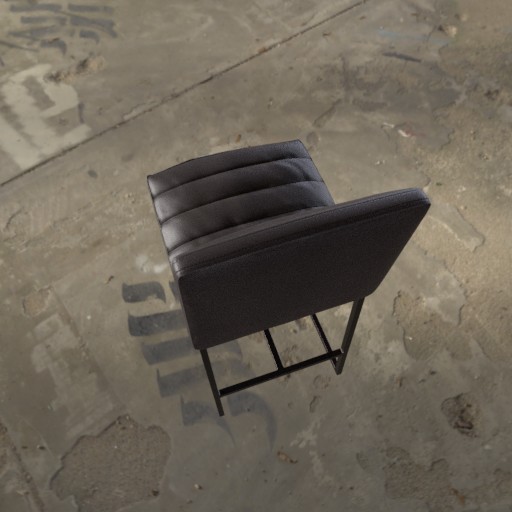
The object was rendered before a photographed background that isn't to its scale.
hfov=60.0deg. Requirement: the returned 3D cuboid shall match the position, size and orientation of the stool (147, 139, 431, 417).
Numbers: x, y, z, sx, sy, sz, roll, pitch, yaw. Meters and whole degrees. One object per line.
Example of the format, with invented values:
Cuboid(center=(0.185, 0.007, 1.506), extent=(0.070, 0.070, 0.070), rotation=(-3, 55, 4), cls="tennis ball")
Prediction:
Cuboid(center=(0.000, 0.000, 1.222), extent=(0.463, 0.946, 0.562), rotation=(-16, 59, -10), cls="stool")
